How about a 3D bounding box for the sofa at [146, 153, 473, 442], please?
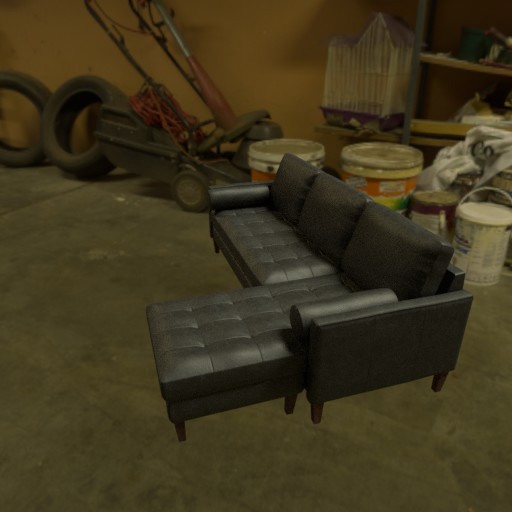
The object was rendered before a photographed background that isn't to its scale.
[{"bbox_3d":[0.000,0.000,2.903,1.497,0.876,2.178,-8,27,-16],"label":"sofa"}]
